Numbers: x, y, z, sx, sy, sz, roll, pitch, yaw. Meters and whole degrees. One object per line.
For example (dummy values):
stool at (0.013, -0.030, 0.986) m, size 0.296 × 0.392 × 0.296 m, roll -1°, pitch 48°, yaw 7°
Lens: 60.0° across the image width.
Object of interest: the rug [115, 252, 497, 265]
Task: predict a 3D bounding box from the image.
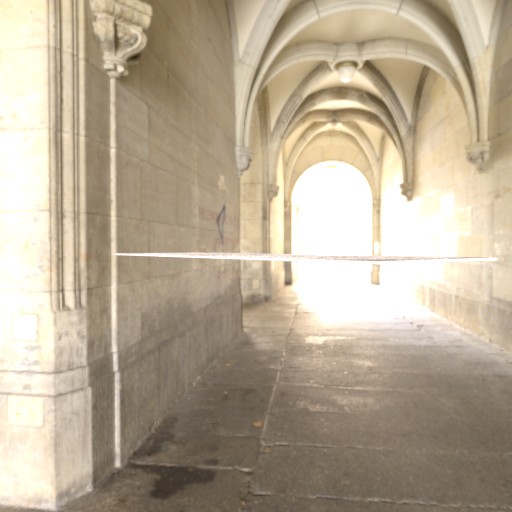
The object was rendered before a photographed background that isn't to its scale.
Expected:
rug at (0.000, 0.000, 2.691) m, size 0.855 × 0.017 × 2.452 m, roll -1°, pitch 1°, yaw -38°
